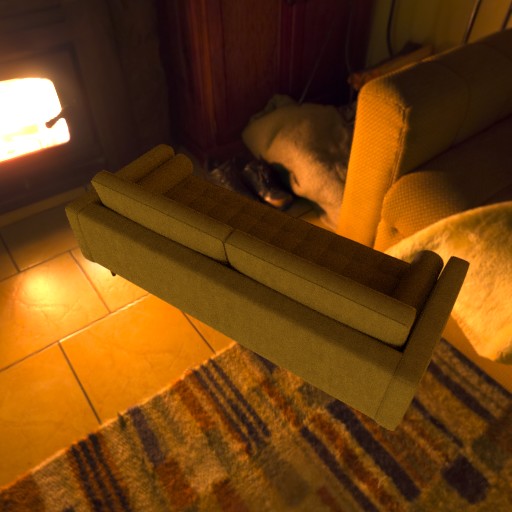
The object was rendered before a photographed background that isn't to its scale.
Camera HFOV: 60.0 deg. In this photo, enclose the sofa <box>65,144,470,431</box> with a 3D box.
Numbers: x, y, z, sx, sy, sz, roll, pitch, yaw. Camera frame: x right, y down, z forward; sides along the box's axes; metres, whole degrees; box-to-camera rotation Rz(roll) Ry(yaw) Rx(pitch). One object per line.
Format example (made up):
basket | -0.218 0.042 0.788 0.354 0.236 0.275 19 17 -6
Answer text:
sofa | 0.000 0.000 2.655 2.200 0.770 0.919 25 51 22
